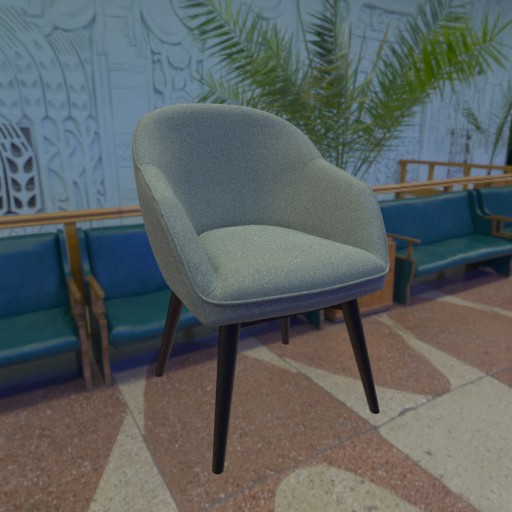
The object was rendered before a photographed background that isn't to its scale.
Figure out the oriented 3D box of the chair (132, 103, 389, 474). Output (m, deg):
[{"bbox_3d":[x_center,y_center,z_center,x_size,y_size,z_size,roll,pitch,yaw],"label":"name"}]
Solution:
[{"bbox_3d":[0.000,0.000,1.198,0.589,0.810,0.611,-8,18,-27],"label":"chair"}]
